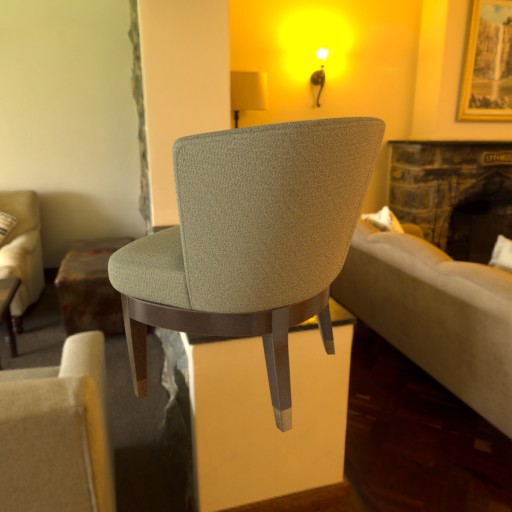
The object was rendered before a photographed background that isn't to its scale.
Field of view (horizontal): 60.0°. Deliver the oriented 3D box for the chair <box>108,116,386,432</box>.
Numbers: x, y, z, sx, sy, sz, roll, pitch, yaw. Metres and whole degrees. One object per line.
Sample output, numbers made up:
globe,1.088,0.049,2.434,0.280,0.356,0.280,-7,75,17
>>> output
chair,0.000,0.000,1.288,0.660,0.760,0.700,7,17,23
